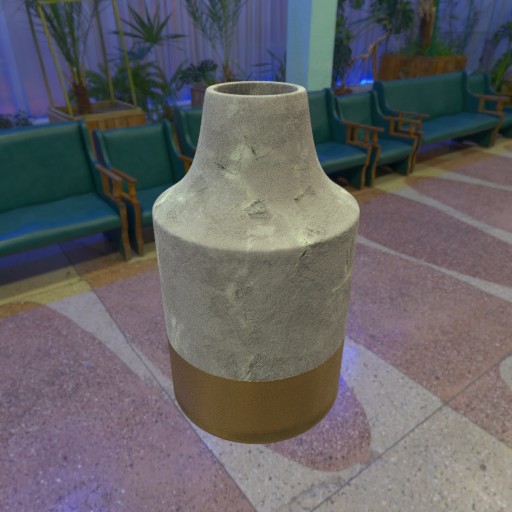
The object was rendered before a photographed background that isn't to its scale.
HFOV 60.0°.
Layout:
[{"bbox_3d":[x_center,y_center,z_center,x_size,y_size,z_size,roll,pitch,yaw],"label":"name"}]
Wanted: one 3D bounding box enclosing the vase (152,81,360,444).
[{"bbox_3d":[0.000,0.000,0.425,0.184,0.305,0.184,0,29,0],"label":"vase"}]
